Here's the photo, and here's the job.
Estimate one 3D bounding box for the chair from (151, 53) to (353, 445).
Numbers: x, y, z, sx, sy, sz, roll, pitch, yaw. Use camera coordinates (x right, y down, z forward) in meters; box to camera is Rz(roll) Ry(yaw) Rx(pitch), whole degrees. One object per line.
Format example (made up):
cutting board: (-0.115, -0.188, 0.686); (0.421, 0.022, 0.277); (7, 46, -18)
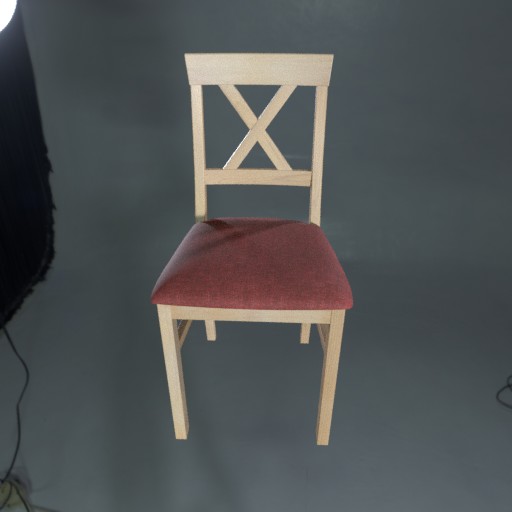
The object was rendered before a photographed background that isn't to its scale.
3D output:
chair: (0.000, 0.000, 1.148); (0.439, 0.912, 0.492); (1, 31, 2)
